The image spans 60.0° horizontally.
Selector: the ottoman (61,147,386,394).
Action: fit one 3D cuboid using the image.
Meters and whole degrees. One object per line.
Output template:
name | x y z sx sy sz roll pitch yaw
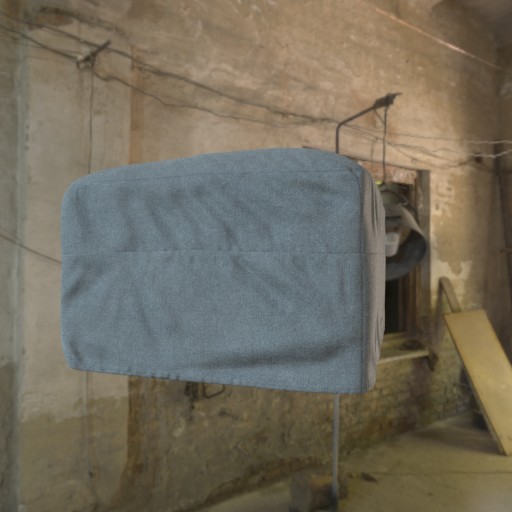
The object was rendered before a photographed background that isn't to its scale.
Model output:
ottoman | 0.000 0.000 1.234 0.683 0.481 0.837 0 0 18
